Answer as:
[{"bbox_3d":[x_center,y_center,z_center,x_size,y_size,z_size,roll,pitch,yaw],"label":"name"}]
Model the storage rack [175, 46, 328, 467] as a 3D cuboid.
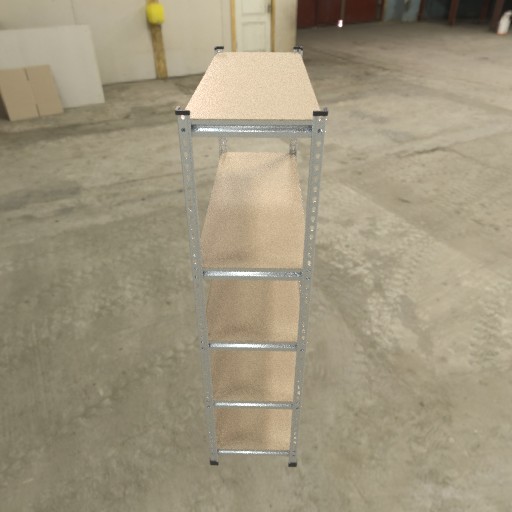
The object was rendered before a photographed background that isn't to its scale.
[{"bbox_3d":[0.000,0.000,2.319,0.457,1.829,1.219,1,33,1],"label":"storage rack"}]
